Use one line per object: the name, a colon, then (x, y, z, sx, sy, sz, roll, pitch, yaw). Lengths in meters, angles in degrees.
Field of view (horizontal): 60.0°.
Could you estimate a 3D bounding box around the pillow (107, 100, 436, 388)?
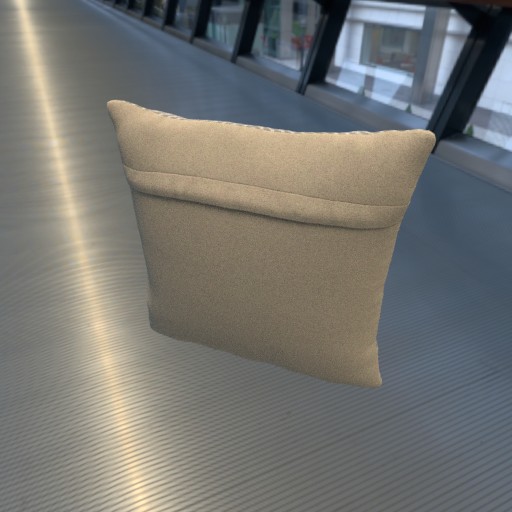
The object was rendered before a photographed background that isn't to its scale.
pillow: (0.000, 0.000, 0.714, 0.459, 0.458, 0.181, 11, 34, 17)
